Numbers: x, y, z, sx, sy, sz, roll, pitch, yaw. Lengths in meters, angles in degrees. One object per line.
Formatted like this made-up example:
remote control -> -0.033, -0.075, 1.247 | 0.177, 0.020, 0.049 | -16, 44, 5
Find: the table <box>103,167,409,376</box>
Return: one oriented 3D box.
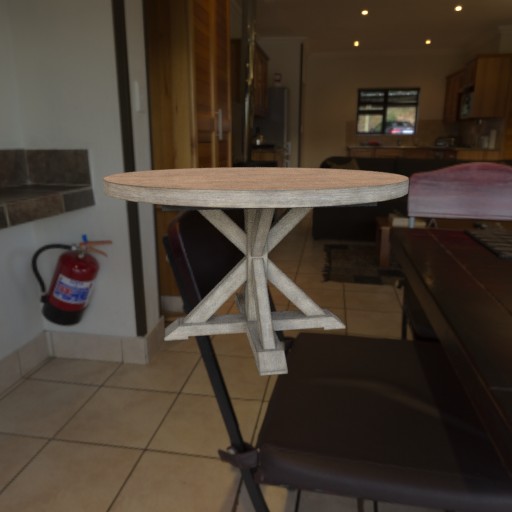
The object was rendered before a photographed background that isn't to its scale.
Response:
table -> 0.000, 0.000, 2.171 | 1.363, 0.781, 1.363 | 0, 14, 0
